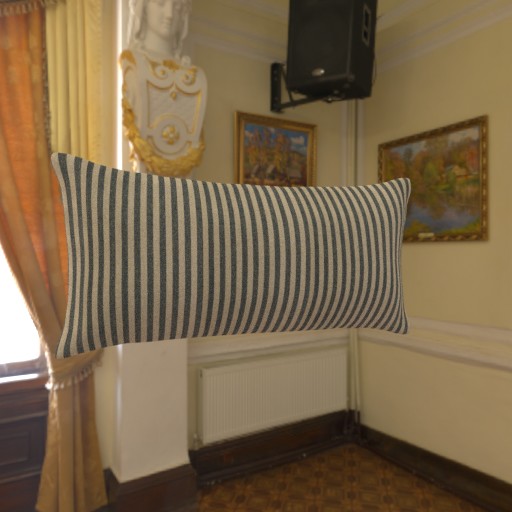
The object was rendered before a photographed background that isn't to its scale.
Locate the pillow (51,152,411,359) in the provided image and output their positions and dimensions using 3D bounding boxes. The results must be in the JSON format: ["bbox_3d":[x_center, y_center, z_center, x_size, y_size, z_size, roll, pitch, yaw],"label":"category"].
[{"bbox_3d":[0.000,0.000,0.734,0.617,0.295,0.151,0,0,-20],"label":"pillow"}]
